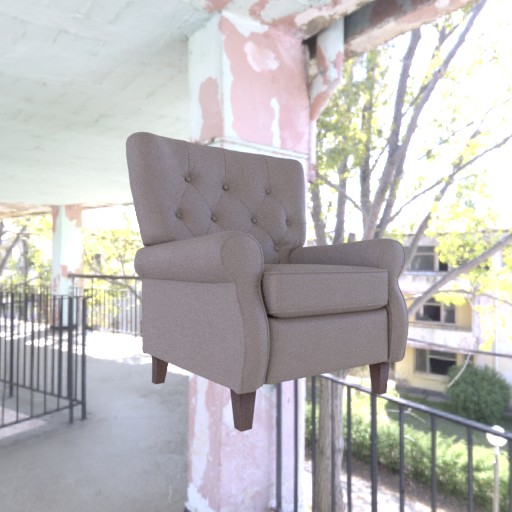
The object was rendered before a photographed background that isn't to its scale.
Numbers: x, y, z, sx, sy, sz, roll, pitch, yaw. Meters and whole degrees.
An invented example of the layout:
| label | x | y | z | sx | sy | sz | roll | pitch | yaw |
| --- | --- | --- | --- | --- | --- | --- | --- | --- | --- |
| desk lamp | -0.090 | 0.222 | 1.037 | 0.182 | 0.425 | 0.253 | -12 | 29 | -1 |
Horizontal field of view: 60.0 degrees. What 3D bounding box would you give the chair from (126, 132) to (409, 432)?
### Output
| label | x | y | z | sx | sy | sz | roll | pitch | yaw |
| --- | --- | --- | --- | --- | --- | --- | --- | --- | --- |
| chair | 0.000 | 0.000 | 1.974 | 0.999 | 1.138 | 1.041 | 1 | -1 | -35 |
